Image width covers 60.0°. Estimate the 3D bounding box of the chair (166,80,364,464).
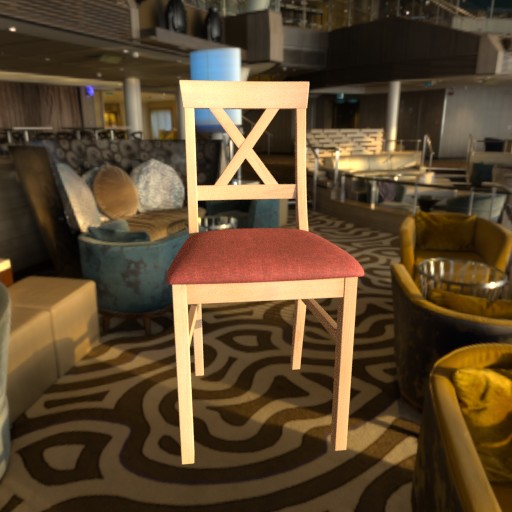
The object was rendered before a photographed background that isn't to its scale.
[{"bbox_3d":[0.000,0.000,1.178,0.439,0.912,0.492,-2,16,-7],"label":"chair"}]
